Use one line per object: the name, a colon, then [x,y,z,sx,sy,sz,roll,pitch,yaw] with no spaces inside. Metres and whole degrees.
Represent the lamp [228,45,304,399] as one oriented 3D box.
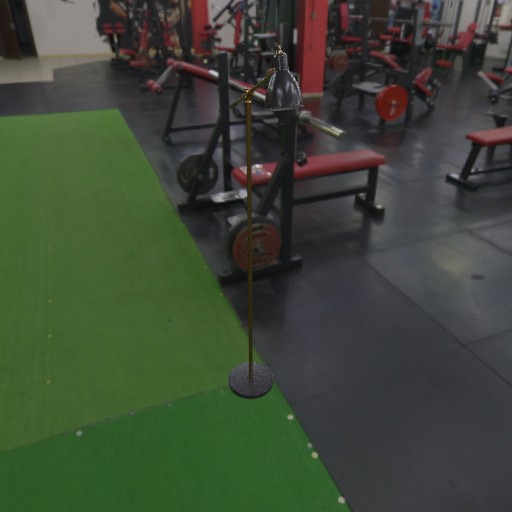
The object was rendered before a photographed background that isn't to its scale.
lamp: [0.000,0.000,1.851,0.235,1.628,0.618,-10,32,-16]
